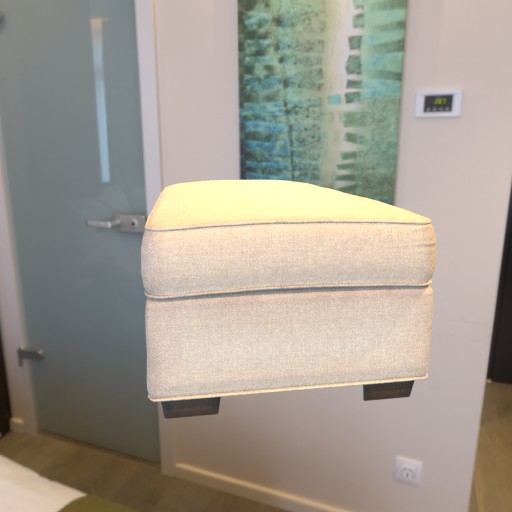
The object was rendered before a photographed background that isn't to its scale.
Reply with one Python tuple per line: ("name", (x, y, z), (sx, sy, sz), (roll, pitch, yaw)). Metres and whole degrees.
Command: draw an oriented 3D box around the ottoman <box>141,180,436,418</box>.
("ottoman", (0.000, 0.000, 1.423), (0.617, 0.448, 1.097), (-2, 13, -9))
